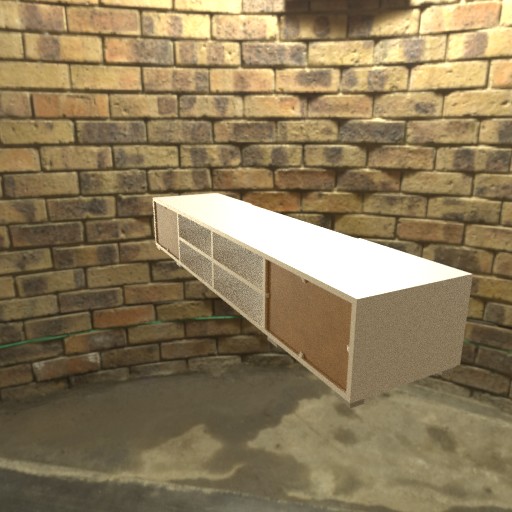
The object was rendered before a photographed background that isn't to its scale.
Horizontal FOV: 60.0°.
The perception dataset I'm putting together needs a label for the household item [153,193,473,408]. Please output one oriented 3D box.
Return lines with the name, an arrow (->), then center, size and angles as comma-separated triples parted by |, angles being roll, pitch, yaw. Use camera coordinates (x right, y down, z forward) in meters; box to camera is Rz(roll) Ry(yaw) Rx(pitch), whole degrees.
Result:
household item -> 0.000, 0.000, 1.991 | 0.420, 0.310, 1.850 | -8, 18, -27
